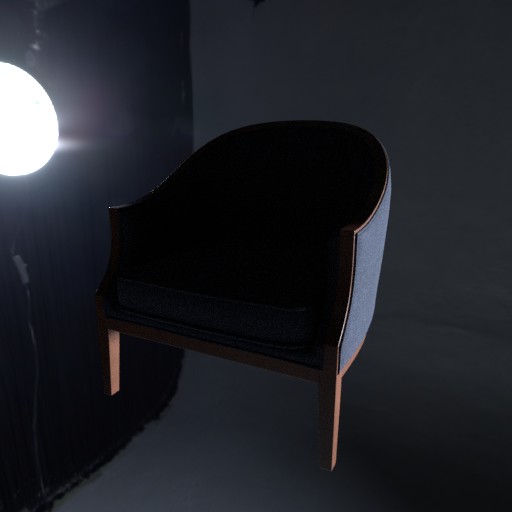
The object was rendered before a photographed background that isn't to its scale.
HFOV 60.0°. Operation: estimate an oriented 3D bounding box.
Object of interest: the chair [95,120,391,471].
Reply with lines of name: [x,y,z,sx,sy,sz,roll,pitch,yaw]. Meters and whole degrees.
chair: [0.000,0.000,1.456,0.803,0.876,0.735,8,17,26]
